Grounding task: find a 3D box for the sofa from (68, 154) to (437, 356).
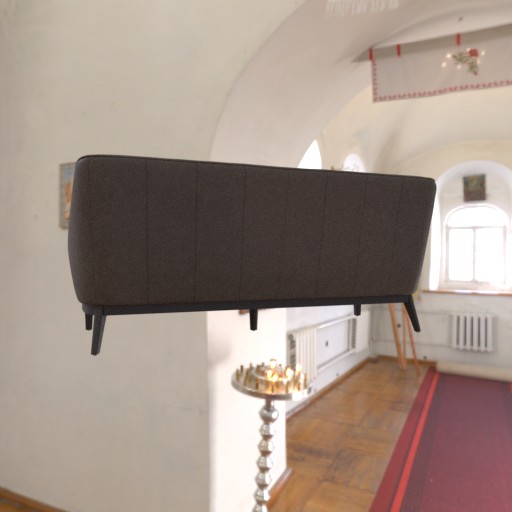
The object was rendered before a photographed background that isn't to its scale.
[{"bbox_3d":[0.000,0.000,2.418,1.928,0.831,0.869,0,0,-19],"label":"sofa"}]
